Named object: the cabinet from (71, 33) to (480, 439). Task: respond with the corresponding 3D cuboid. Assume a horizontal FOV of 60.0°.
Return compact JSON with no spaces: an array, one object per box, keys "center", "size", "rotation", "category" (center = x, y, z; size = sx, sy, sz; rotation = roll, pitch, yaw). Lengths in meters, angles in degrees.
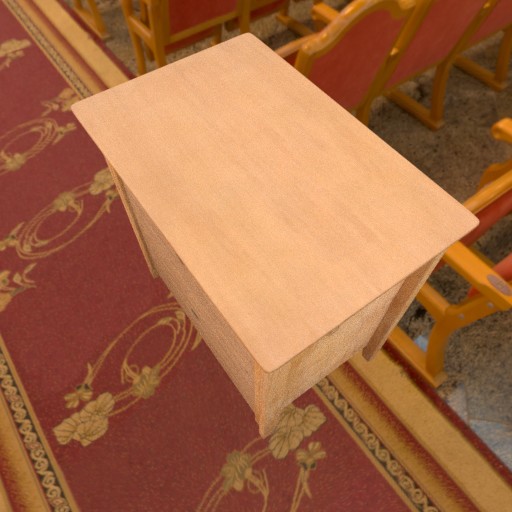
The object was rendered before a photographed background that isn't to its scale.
[{"center":[0.000,0.000,1.240],"size":[0.503,0.762,0.763],"rotation":[-31,63,-18],"category":"cabinet"}]
